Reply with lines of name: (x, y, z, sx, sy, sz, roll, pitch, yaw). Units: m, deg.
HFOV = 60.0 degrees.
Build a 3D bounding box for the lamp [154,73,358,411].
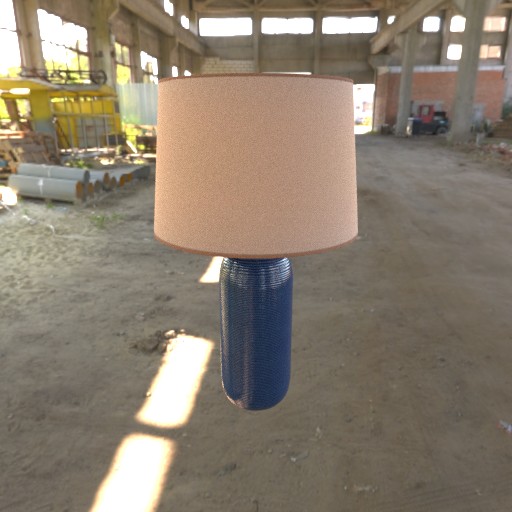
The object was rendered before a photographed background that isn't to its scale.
lamp: (0.000, 0.000, 0.832, 0.367, 0.609, 0.367, 0, 17, 0)
